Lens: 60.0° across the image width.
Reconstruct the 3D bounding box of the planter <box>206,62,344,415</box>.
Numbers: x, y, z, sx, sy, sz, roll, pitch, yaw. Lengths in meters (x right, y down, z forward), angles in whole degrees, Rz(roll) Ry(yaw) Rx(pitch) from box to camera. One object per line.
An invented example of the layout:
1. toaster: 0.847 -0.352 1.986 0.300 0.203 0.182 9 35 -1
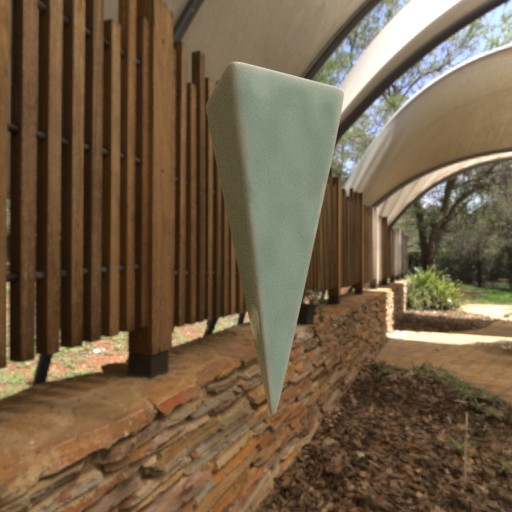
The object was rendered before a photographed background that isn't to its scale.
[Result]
1. planter: 0.000 0.000 0.221 0.080 0.178 0.064 0 0 18
